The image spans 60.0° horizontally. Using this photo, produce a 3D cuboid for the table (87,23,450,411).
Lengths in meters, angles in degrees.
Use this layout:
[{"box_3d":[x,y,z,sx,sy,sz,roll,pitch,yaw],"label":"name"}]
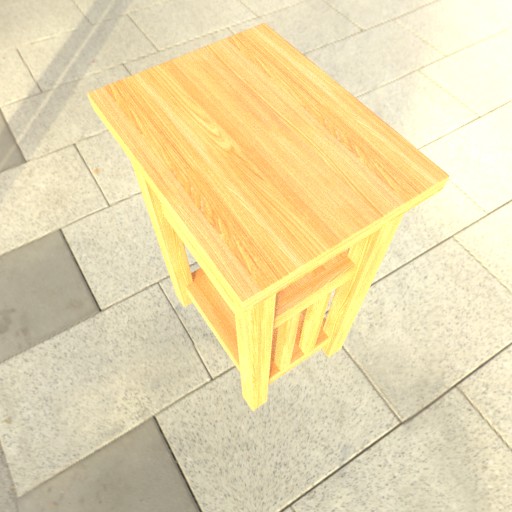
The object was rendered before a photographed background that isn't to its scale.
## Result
[{"box_3d":[0.000,0.000,0.748,0.270,0.550,0.350,-30,63,-17],"label":"table"}]
